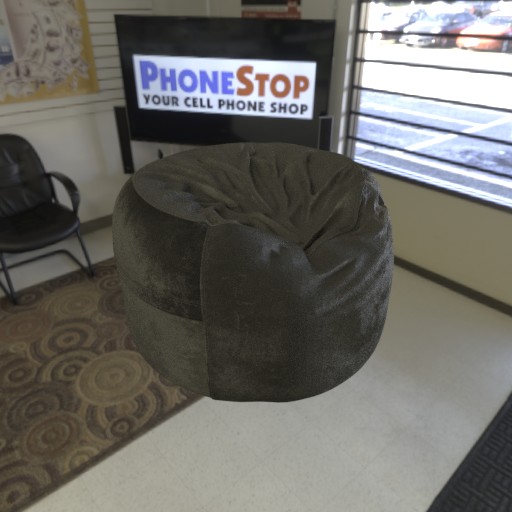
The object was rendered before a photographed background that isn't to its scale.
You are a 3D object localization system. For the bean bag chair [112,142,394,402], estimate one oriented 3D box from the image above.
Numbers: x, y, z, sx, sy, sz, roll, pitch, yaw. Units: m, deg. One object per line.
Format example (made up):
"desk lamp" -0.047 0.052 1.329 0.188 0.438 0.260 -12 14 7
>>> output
"bean bag chair" 0.000 0.000 1.523 0.918 0.605 0.918 0 30 0
